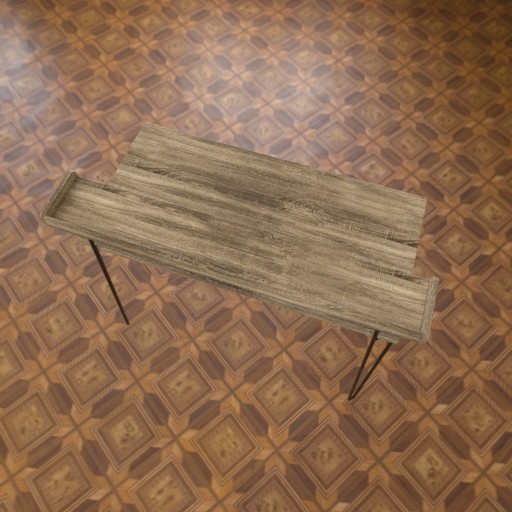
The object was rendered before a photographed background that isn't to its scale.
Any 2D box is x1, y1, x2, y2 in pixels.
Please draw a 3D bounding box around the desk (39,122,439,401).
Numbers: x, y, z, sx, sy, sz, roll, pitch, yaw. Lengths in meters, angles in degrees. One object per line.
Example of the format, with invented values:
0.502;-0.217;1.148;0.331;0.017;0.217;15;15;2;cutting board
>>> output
0.000;0.000;1.614;1.135;0.899;0.605;17;65;8;desk
